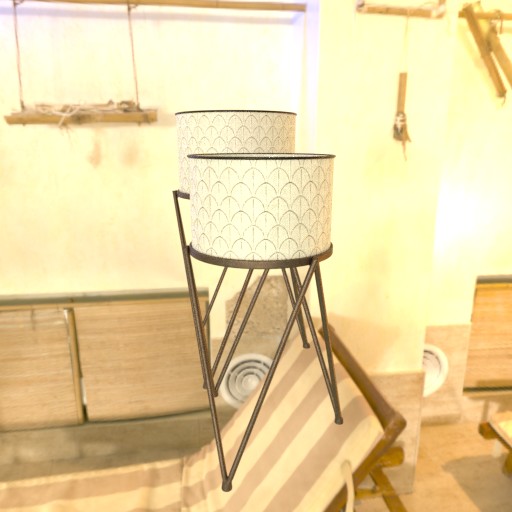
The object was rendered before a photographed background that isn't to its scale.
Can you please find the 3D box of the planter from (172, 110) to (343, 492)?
[{"bbox_3d":[0.000,0.000,1.131,0.413,0.712,0.769,-2,15,-9],"label":"planter"}]
